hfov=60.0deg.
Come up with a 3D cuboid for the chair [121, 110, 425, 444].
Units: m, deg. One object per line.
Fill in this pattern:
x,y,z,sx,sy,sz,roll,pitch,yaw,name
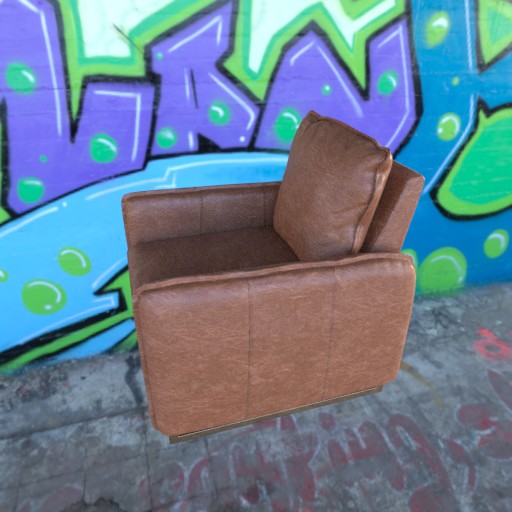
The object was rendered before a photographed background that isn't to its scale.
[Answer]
0.000,0.000,1.644,0.922,0.922,0.830,-9,30,-15,chair
